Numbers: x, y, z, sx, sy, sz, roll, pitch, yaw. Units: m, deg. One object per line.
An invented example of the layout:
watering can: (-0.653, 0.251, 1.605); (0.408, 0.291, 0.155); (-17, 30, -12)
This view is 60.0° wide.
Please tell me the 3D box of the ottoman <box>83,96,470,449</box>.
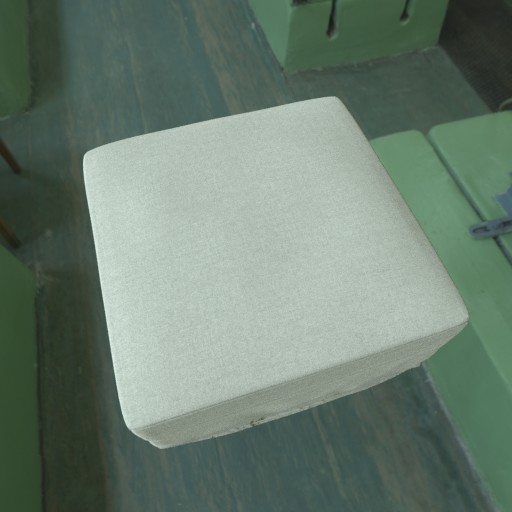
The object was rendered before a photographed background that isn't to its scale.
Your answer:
ottoman: (0.000, 0.000, 1.308); (0.840, 0.436, 0.843); (-15, 61, -9)
